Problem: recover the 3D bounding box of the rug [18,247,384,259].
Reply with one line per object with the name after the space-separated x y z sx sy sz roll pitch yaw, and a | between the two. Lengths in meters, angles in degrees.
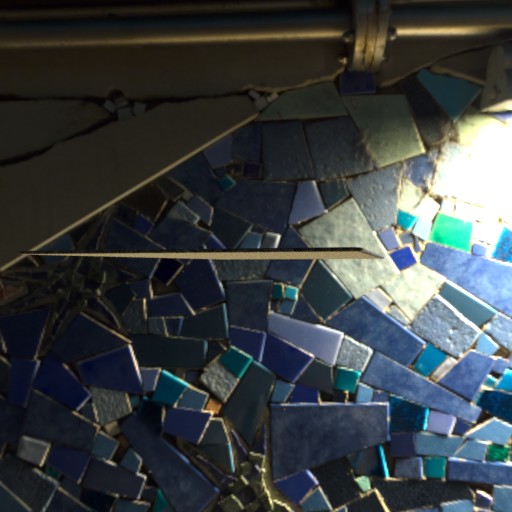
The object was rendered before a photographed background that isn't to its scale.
0.000 0.000 2.161 1.158 0.013 1.752 0 -1 18 | rug
